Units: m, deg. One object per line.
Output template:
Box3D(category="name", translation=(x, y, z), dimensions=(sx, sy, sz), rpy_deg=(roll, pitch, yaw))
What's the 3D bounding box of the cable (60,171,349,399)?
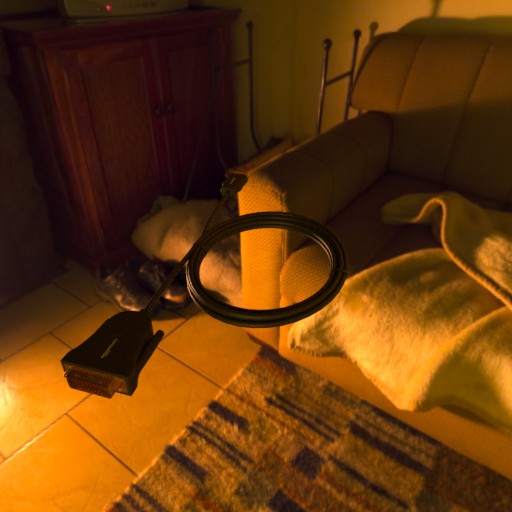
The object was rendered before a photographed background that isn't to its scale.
Box3D(category="cable", translation=(0.000, 0.000, 0.327), dimensions=(0.136, 0.015, 0.281), rpy_deg=(10, 35, 14))
